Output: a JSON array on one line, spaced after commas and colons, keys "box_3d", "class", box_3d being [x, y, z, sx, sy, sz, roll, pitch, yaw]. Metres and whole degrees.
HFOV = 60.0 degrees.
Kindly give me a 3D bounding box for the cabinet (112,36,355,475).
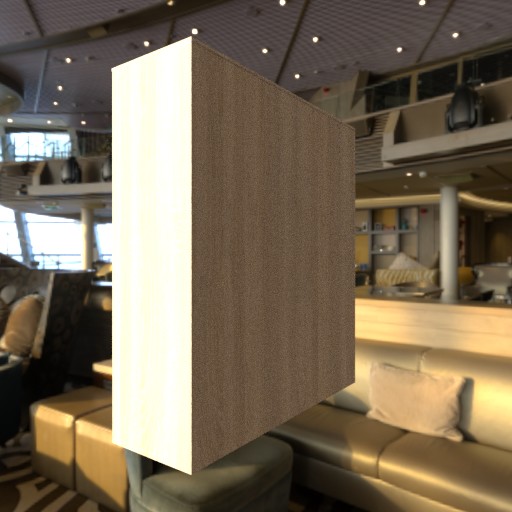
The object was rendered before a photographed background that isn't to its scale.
[{"box_3d": [0.000, 0.000, 3.014, 0.620, 2.060, 1.870, 0, 0, 36], "class": "cabinet"}]
